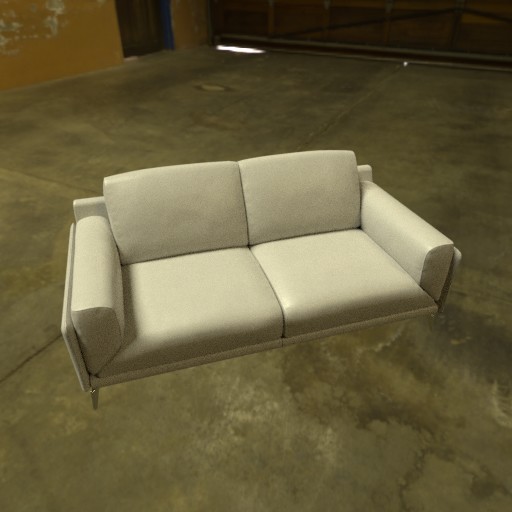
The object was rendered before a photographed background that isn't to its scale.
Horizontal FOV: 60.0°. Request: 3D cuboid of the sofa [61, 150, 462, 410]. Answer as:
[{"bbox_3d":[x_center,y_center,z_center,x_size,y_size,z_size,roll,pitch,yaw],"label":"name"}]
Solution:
[{"bbox_3d":[0.000,0.000,2.661,2.101,0.930,1.049,-9,34,-14],"label":"sofa"}]
